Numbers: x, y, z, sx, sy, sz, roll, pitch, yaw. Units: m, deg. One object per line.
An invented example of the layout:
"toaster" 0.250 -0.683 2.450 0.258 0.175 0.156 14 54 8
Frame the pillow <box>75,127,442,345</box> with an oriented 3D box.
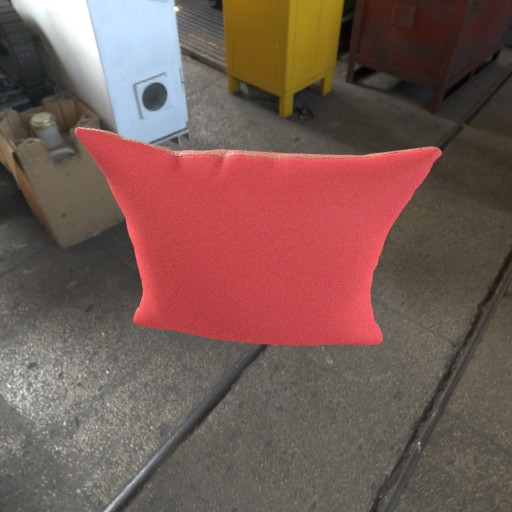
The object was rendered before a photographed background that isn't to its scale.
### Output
"pillow" 0.000 0.000 0.819 0.559 0.501 0.229 4 47 3
